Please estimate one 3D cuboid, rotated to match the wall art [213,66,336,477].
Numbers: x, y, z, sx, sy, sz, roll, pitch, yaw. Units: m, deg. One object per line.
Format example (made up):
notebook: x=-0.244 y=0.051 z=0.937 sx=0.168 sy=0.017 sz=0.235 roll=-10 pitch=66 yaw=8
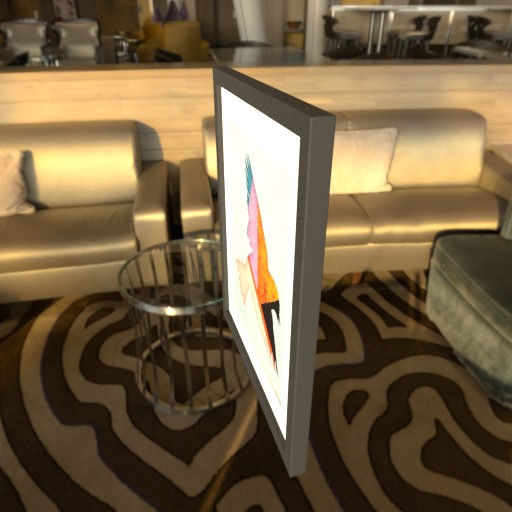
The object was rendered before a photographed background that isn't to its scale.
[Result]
wall art: x=0.000 y=0.000 z=0.762 sx=0.028 sy=0.558 sz=0.457 roll=-9 pitch=30 yaw=-15
